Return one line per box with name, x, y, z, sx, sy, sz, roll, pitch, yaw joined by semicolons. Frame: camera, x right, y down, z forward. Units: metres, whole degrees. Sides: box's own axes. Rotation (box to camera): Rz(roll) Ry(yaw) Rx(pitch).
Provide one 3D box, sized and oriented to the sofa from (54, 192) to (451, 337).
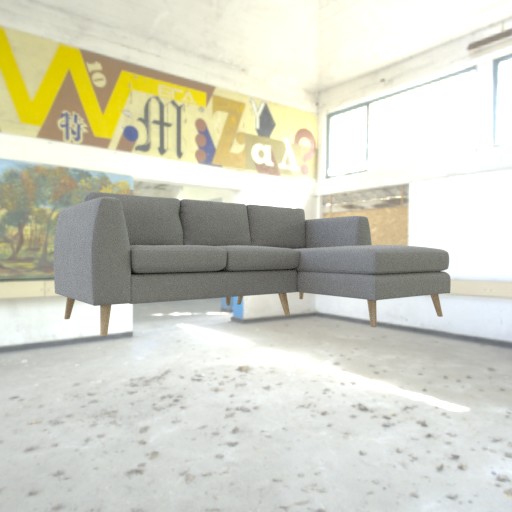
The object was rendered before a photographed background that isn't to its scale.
sofa;0.000;0.000;3.091;2.300;0.860;1.580;0;1;-37
